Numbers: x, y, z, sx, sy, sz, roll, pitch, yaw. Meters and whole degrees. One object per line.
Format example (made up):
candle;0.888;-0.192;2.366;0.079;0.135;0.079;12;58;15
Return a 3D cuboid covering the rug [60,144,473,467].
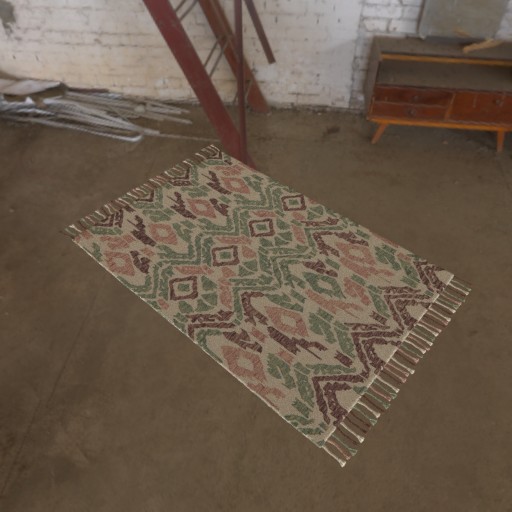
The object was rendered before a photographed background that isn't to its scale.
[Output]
rug;0.000;0.000;3.003;2.438;0.011;1.524;33;55;27
